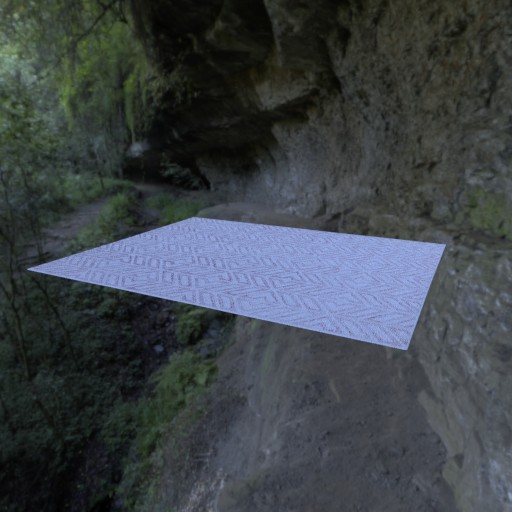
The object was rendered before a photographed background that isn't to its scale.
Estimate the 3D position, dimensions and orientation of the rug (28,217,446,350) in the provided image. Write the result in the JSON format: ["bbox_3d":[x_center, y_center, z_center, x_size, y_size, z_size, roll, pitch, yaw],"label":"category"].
[{"bbox_3d":[0.000,0.000,4.061,3.045,0.008,2.421,8,18,26],"label":"rug"}]
